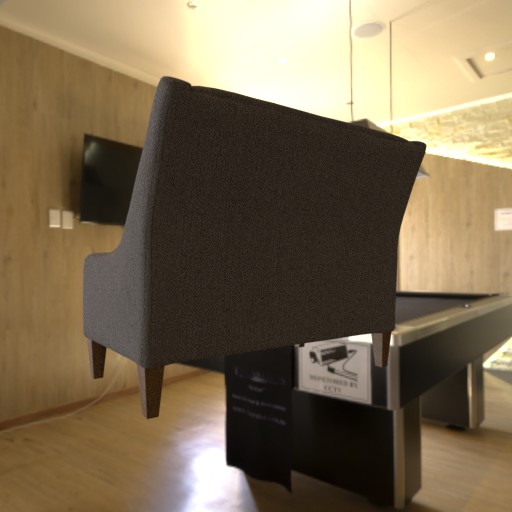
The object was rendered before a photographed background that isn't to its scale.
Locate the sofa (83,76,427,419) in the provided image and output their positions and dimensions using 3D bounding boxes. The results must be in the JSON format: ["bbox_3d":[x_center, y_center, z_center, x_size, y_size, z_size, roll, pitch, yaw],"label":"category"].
[{"bbox_3d":[0.000,0.000,1.908,1.242,1.022,0.873,0,-1,-36],"label":"sofa"}]
